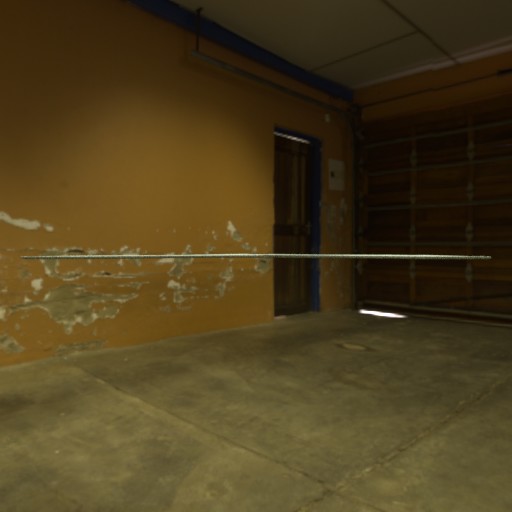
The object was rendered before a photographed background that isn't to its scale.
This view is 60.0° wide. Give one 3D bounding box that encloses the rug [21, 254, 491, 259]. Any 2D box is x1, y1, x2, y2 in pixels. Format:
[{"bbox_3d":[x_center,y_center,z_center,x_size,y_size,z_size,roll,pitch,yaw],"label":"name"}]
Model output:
[{"bbox_3d":[0.000,0.000,2.969,2.306,0.030,1.613,0,0,1],"label":"rug"}]
